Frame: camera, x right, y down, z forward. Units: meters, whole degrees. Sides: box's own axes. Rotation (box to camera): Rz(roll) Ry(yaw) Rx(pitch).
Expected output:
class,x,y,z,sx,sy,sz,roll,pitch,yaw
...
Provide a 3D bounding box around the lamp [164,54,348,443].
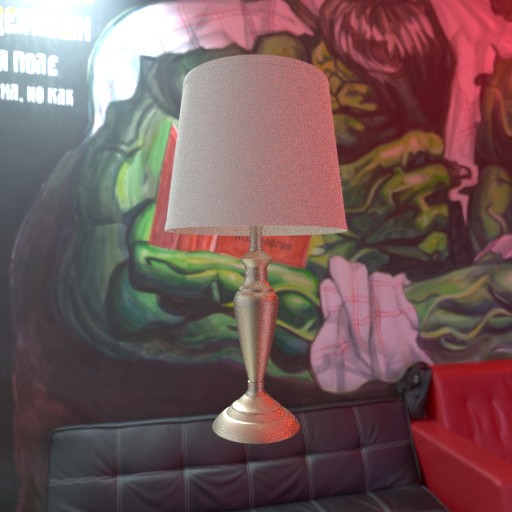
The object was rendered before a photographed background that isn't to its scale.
class,x,y,z,sx,sy,sz,roll,pitch,yaw
lamp,0.000,0.000,0.811,0.328,0.619,0.328,0,0,0
